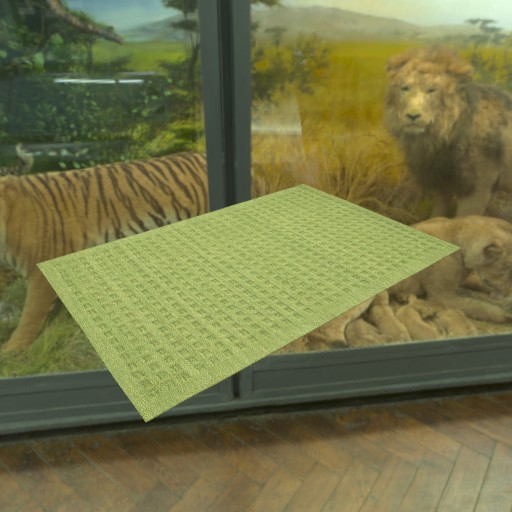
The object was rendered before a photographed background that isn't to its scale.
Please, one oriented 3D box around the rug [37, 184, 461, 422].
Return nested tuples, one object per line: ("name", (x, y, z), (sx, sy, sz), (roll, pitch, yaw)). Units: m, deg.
("rug", (0.000, 0.000, 2.865), (2.297, 0.007, 1.529), (-21, 36, -32))
